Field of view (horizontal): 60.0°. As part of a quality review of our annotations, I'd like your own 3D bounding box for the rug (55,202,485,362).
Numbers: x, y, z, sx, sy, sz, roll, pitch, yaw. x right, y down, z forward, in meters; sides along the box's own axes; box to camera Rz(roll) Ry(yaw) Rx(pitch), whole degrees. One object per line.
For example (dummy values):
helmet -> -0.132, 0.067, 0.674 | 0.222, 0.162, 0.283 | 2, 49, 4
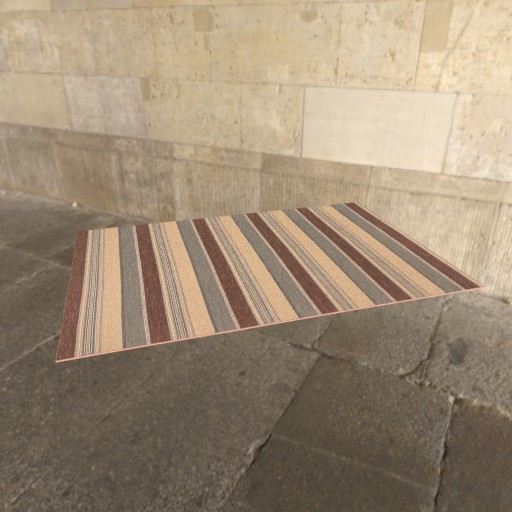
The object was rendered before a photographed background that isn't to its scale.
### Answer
rug -> 0.000, 0.000, 2.312 | 1.829, 0.008, 1.219 | -7, 27, -15
